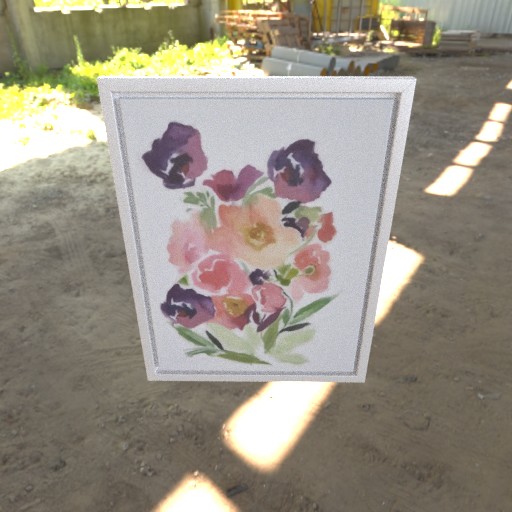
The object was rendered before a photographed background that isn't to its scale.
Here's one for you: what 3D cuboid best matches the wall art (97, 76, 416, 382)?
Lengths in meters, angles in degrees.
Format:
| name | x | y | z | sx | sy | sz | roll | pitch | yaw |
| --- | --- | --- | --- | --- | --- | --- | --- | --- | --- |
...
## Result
| name | x | y | z | sx | sy | sz | roll | pitch | yaw |
| --- | --- | --- | --- | --- | --- | --- | --- | --- | --- |
| wall art | 0.000 | 0.000 | 1.396 | 0.805 | 1.056 | 0.042 | 0 | 30 | 1 |
